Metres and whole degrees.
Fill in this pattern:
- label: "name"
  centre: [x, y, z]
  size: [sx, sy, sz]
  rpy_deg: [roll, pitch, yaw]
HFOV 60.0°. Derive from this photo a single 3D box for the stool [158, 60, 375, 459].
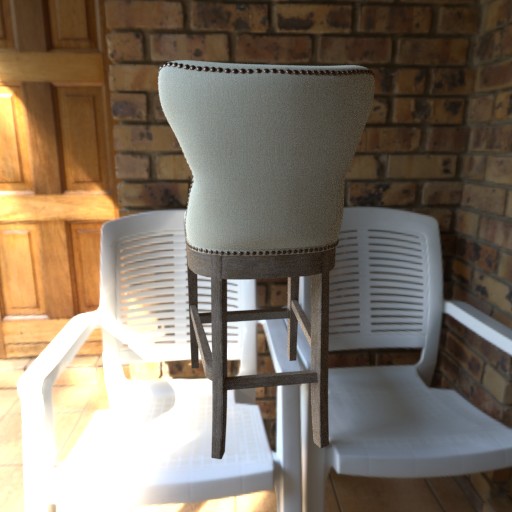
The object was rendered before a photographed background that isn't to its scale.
- label: "stool"
  centre: [0.000, 0.000, 1.300]
  size: [0.498, 0.981, 0.608]
  rpy_deg: [-2, 14, -9]
